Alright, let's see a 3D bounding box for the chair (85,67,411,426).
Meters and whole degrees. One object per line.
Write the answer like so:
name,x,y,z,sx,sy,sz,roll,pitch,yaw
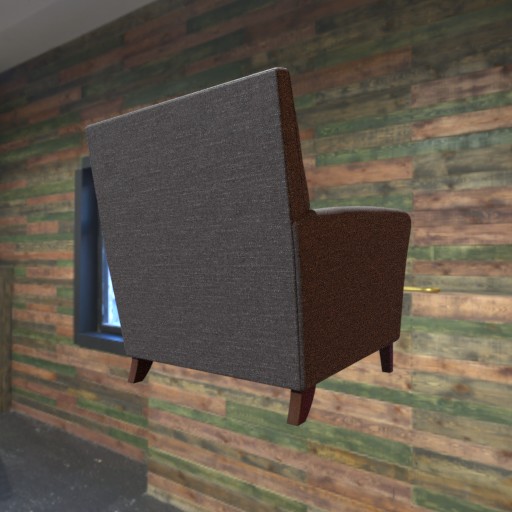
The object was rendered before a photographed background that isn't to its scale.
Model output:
chair,0.000,0.000,1.583,0.838,0.885,0.875,0,-1,36
